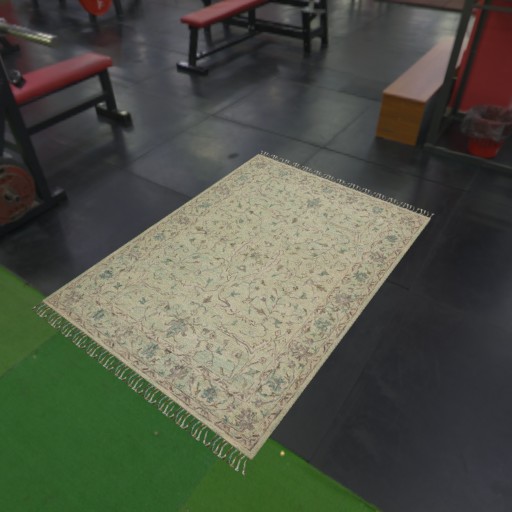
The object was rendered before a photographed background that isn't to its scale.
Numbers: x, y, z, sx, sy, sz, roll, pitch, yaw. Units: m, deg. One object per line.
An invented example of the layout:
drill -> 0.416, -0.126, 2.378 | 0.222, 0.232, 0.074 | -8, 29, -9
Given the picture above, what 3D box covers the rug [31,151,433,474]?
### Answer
rug -> 0.000, 0.000, 2.284 | 1.247, 0.008, 1.802 | 27, 49, 26
